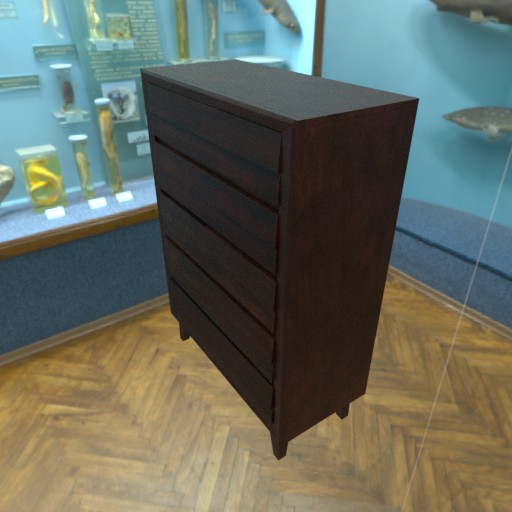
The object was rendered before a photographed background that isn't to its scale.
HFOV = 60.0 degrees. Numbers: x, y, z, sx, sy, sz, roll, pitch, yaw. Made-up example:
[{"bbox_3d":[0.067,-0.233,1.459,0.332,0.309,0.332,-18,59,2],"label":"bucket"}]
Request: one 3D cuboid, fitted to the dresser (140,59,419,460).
[{"bbox_3d":[0.000,0.000,2.033,0.506,1.514,1.072,-20,36,-29],"label":"dresser"}]
